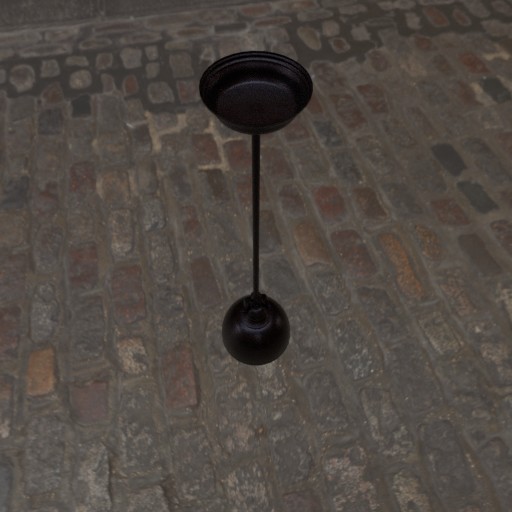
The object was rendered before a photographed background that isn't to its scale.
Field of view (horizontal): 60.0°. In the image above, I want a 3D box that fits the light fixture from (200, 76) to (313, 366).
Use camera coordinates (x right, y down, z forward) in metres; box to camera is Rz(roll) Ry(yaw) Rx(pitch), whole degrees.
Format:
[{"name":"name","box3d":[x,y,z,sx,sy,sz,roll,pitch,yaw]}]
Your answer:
[{"name":"light fixture","box3d":[0.000,0.000,0.854,0.182,0.768,0.182,-12,59,-8]}]
